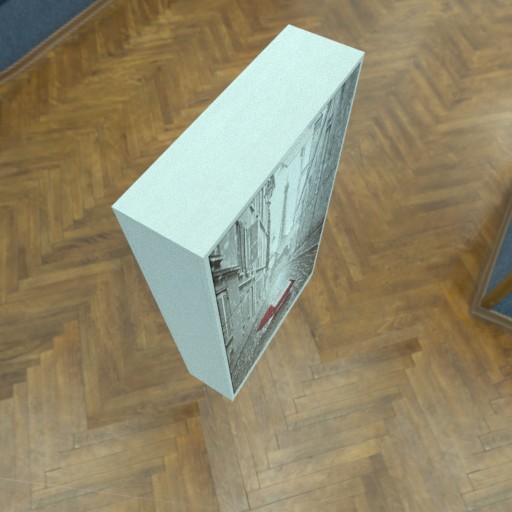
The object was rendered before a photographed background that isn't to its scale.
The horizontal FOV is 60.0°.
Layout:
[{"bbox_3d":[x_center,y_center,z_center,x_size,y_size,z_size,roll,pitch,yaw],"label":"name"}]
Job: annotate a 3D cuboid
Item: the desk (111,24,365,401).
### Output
[{"bbox_3d":[0.000,0.000,1.611,0.250,1.280,0.750,28,64,15],"label":"desk"}]
